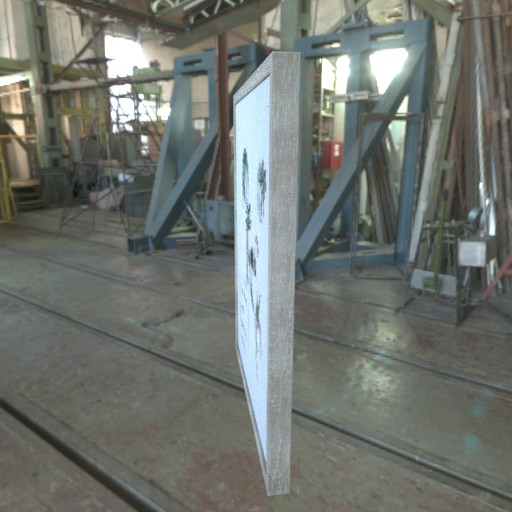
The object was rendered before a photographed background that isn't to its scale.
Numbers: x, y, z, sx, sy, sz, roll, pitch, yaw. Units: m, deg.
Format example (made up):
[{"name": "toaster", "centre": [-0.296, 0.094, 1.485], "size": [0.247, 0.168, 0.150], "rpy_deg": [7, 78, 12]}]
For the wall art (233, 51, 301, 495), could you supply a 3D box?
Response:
[{"name": "wall art", "centre": [0.000, 0.000, 0.703], "size": [0.032, 0.521, 0.421], "rpy_deg": [-2, 14, -8]}]
